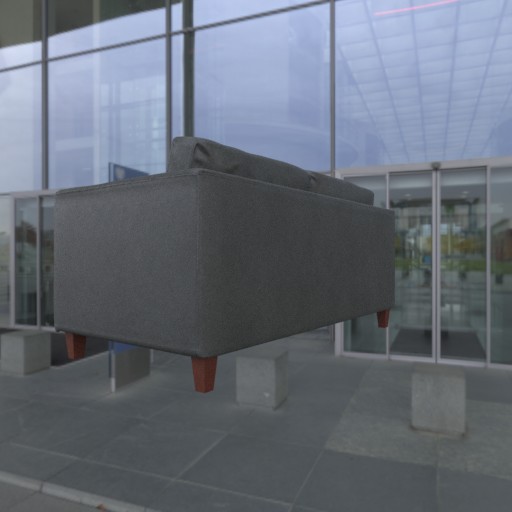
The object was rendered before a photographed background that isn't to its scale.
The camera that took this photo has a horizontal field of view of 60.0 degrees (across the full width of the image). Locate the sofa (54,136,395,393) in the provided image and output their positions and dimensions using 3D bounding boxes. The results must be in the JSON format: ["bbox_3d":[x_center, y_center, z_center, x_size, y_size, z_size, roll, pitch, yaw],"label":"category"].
[{"bbox_3d":[0.000,0.000,2.471,0.951,0.933,1.883,0,0,37],"label":"sofa"}]
